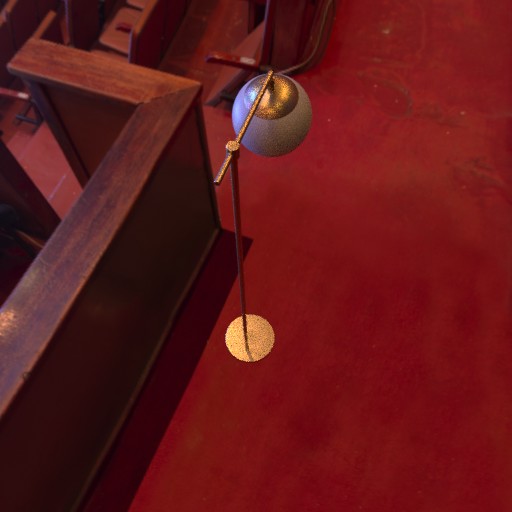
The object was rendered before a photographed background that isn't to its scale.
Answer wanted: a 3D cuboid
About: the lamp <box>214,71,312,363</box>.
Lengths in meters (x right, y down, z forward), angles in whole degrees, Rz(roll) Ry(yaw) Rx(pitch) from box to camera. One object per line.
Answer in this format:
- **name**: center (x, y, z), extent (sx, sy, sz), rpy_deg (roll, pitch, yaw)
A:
- **lamp**: center (0.000, 0.000, 1.655), extent (0.249, 1.505, 0.476), rpy_deg (17, 63, 9)
